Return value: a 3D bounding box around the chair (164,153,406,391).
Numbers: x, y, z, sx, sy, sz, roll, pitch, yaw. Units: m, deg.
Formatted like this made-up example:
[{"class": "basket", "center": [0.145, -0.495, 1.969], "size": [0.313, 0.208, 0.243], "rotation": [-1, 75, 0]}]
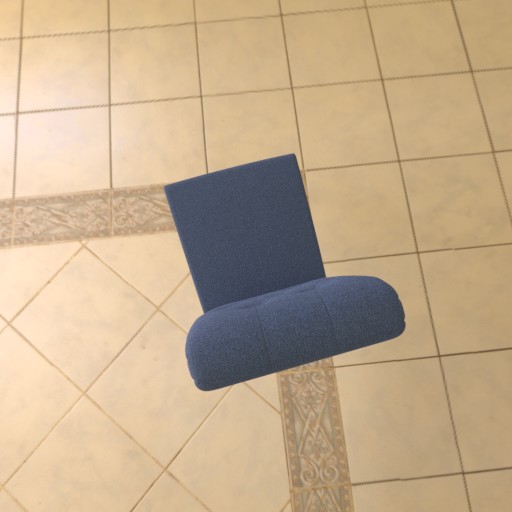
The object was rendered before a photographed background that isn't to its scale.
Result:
[{"class": "chair", "center": [0.000, 0.000, 1.330], "size": [0.456, 1.006, 0.671], "rotation": [-15, 76, -4]}]
